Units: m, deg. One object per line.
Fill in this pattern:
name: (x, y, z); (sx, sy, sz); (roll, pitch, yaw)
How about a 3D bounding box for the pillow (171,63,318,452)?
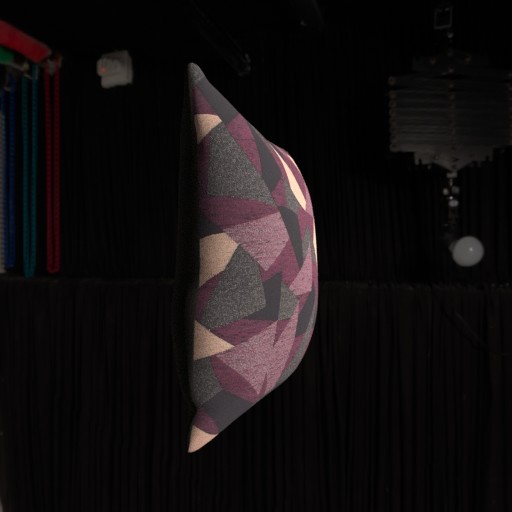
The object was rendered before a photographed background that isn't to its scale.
pillow: (0.000, 0.000, 0.787); (0.208, 0.496, 0.503); (0, 0, 19)
